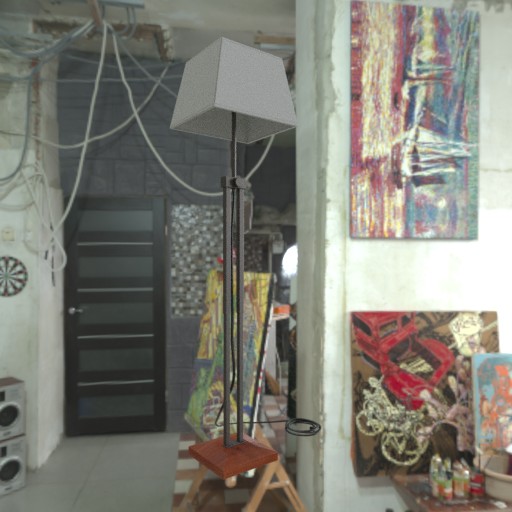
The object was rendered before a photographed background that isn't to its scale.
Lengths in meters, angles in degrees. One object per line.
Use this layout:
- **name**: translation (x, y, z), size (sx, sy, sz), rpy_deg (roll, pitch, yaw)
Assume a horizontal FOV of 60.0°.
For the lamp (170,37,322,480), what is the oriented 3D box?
- **lamp**: translation (0.000, 0.000, 2.031), size (0.745, 1.712, 0.472), rpy_deg (0, 0, -37)
